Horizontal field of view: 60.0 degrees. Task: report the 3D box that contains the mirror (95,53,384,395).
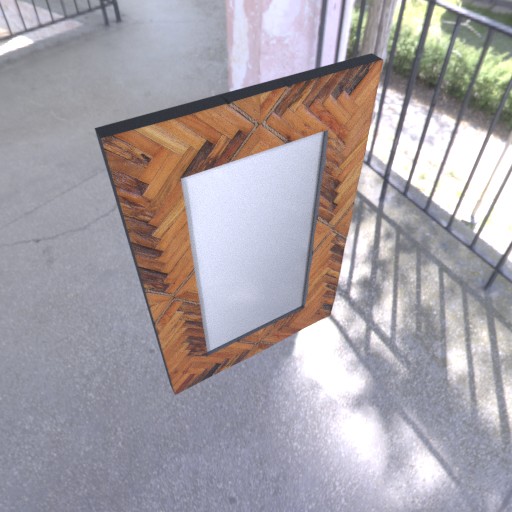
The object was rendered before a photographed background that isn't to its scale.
[{"bbox_3d":[0.000,0.000,1.171,0.606,0.912,0.044,-23,51,-20],"label":"mirror"}]
